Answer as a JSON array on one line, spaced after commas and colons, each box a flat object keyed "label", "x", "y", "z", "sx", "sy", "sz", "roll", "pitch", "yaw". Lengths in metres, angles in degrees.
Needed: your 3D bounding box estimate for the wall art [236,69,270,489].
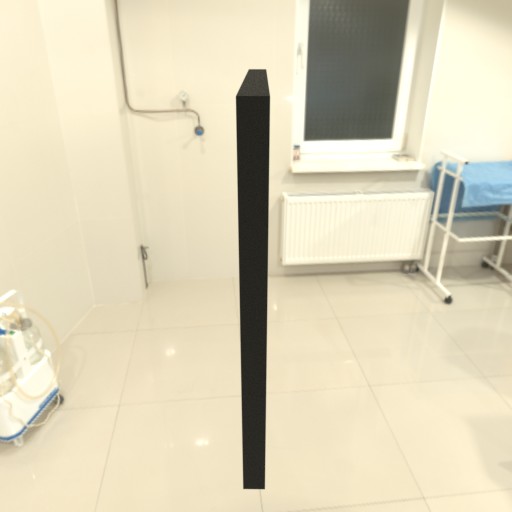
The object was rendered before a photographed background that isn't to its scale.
[{"label": "wall art", "x": 0.000, "y": 0.000, "z": 0.541, "sx": 0.024, "sy": 0.404, "sz": 0.329, "roll": 0, "pitch": 26, "yaw": 1}]
